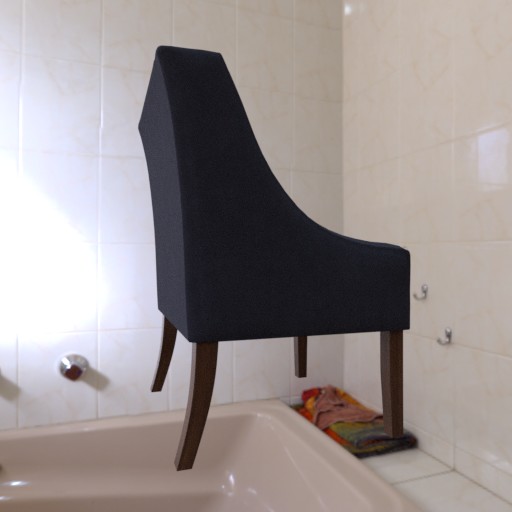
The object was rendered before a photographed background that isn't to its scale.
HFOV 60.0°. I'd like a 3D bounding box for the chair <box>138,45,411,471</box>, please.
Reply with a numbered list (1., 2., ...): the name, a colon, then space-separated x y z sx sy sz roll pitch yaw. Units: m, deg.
1. chair: 0.000 0.000 1.291 0.629 0.895 0.629 0 0 -19
